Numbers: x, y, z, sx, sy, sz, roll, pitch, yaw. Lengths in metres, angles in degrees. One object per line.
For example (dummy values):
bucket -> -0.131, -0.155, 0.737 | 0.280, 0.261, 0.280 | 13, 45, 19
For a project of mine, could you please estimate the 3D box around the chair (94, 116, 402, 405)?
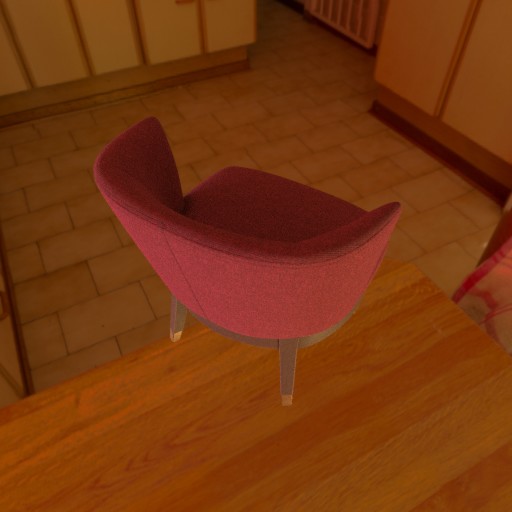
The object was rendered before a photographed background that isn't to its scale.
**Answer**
chair -> 0.000, 0.000, 1.286 | 0.700, 0.760, 0.660 | 24, 51, 21
